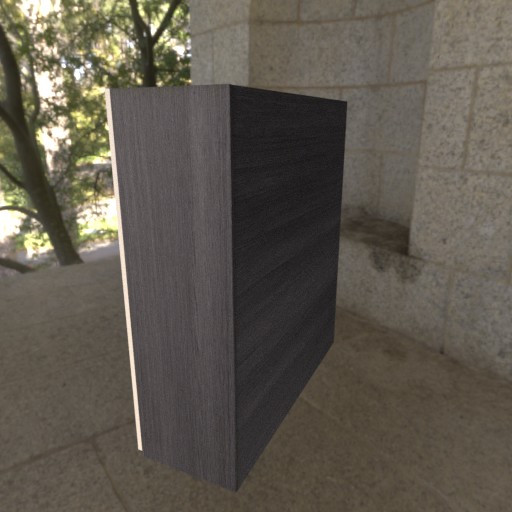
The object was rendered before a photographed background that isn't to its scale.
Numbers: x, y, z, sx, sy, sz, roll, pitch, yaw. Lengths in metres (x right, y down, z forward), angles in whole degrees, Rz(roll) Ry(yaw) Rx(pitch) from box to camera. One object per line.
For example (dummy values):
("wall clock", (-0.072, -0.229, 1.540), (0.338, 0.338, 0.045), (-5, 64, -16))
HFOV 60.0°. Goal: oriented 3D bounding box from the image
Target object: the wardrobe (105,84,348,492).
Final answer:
("wardrobe", (0.000, 0.000, 2.877), (0.629, 1.960, 1.780), (8, 19, 24))
